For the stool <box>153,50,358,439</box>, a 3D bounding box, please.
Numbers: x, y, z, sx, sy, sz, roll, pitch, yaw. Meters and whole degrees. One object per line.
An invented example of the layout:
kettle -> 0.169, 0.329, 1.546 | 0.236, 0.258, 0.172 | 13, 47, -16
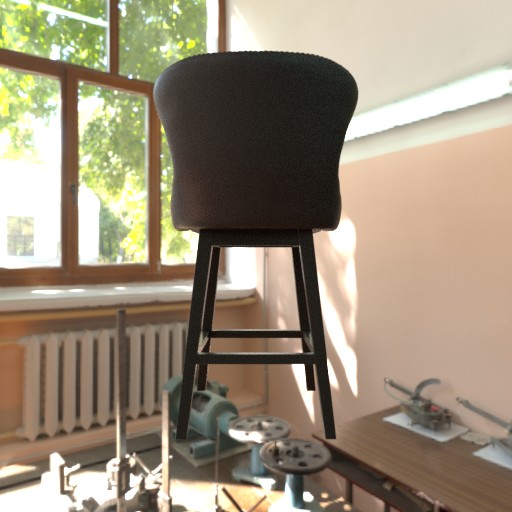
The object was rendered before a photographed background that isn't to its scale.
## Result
stool -> 0.000, 0.000, 1.322 | 0.528, 0.971, 0.593 | 0, 0, 0
